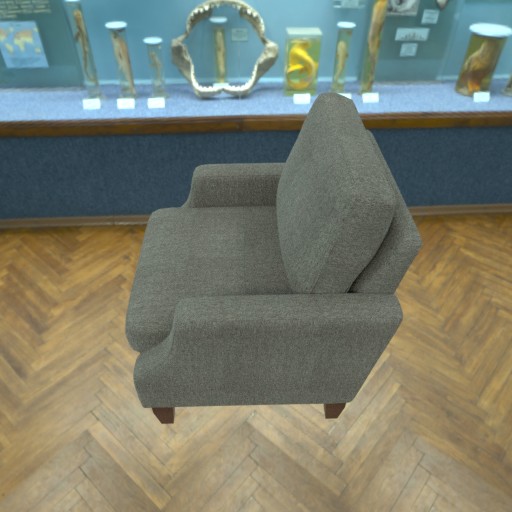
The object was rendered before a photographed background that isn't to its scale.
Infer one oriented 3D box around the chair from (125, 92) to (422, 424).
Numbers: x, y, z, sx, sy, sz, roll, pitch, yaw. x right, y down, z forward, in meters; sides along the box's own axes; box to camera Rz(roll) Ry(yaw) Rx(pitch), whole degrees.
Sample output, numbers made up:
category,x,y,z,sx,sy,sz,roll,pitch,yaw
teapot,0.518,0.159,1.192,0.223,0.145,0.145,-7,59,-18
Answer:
category,x,y,z,sx,sy,sz,roll,pitch,yaw
chair,0.000,0.000,1.647,0.897,0.993,0.855,-1,43,-1
